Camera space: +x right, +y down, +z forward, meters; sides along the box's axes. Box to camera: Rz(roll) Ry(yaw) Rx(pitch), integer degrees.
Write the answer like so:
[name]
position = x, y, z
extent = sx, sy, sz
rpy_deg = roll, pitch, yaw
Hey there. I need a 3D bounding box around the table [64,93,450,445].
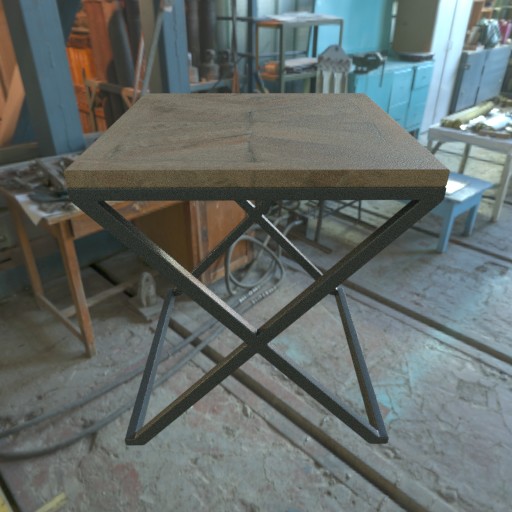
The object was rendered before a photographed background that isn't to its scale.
[table]
position = 0.000, 0.000, 0.917
extent = 0.498, 0.550, 0.499
rpy_deg = 0, 31, 0
